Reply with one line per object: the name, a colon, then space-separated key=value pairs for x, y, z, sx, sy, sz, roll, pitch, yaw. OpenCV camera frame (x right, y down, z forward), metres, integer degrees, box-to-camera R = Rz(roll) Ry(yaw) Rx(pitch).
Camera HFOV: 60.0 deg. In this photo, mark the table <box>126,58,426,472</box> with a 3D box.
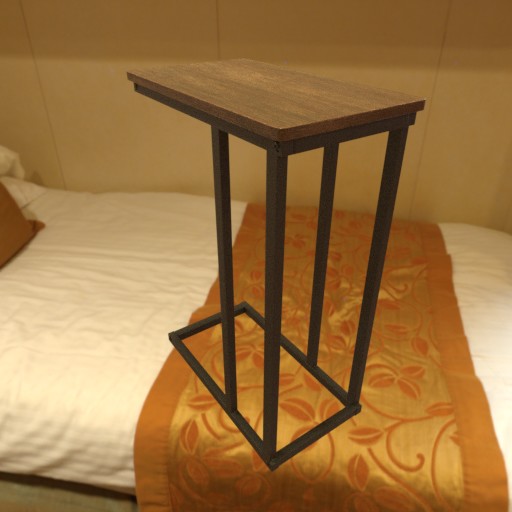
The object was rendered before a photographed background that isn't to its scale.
table: x=0.000 y=0.000 z=0.860 sx=0.254 sy=0.637 sz=0.450 roll=-20 pitch=37 yaw=-29
